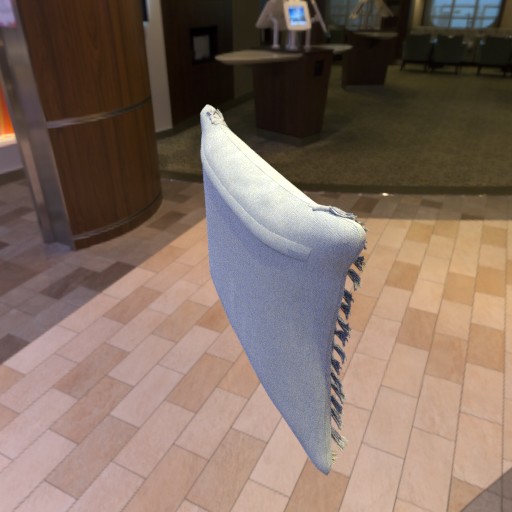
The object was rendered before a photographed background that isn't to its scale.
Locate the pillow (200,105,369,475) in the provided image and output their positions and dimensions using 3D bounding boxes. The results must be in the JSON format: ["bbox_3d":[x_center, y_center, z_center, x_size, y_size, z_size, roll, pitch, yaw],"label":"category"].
[{"bbox_3d":[0.000,0.000,0.590,0.084,0.305,0.466,-10,32,-17],"label":"pillow"}]
